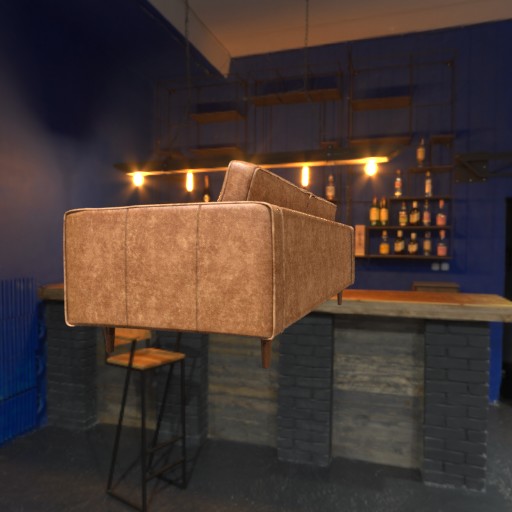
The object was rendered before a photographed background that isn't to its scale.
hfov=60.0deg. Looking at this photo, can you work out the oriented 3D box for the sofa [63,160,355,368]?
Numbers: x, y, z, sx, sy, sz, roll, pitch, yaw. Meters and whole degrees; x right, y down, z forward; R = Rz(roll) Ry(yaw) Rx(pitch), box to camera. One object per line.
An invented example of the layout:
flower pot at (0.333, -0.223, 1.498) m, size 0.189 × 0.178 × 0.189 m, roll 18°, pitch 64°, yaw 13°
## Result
sofa at (0.000, 0.000, 2.605) m, size 0.886 × 0.779 × 2.199 m, roll 1°, pitch 2°, yaw 19°
